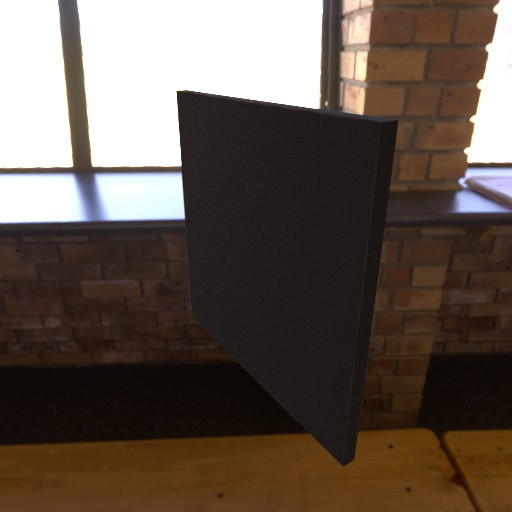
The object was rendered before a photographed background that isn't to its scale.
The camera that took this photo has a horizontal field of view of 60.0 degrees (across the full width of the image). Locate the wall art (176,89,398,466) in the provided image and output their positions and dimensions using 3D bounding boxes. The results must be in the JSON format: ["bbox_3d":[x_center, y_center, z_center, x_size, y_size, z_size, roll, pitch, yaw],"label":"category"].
[{"bbox_3d":[0.000,0.000,0.457,0.015,0.303,0.304,-16,29,-31],"label":"wall art"}]
